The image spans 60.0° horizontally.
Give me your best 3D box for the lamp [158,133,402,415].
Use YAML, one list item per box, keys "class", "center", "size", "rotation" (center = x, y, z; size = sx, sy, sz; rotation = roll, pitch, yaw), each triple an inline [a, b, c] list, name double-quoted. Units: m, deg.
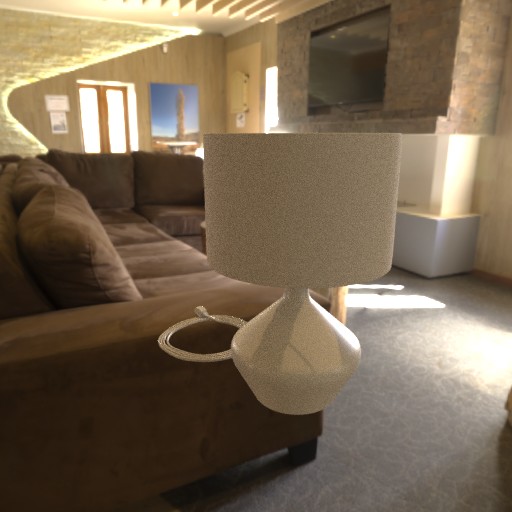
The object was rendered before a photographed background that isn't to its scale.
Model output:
- class: "lamp"
  center: [0.000, 0.000, 0.860]
  size: [0.401, 0.457, 0.546]
  rotation: [-3, 15, -11]
